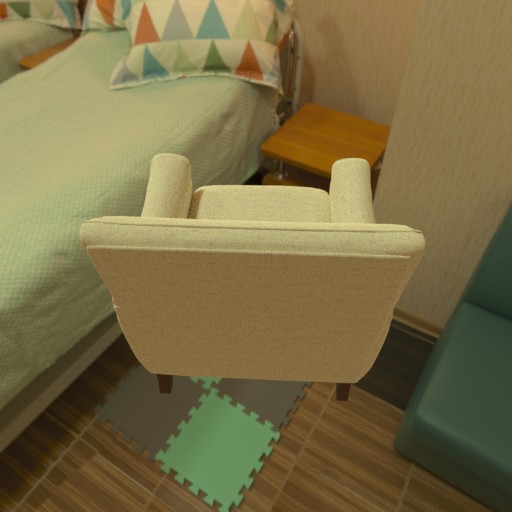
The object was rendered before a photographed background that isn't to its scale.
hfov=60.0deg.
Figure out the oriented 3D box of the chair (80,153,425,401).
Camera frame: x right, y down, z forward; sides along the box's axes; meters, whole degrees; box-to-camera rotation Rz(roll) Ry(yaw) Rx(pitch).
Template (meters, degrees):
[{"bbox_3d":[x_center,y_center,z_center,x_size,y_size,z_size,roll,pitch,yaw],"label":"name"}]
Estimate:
[{"bbox_3d":[0.000,0.000,1.623,0.870,0.943,0.823,2,46,2],"label":"chair"}]
